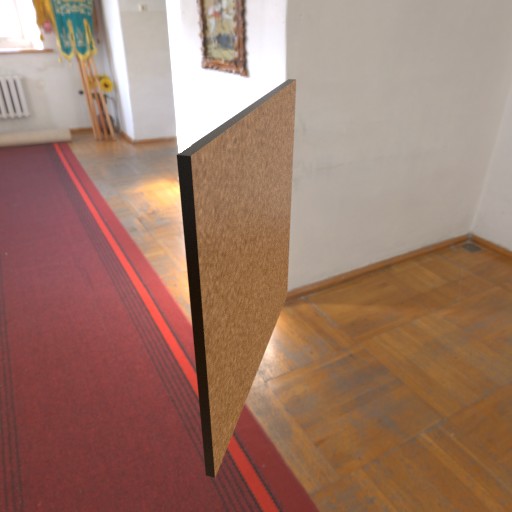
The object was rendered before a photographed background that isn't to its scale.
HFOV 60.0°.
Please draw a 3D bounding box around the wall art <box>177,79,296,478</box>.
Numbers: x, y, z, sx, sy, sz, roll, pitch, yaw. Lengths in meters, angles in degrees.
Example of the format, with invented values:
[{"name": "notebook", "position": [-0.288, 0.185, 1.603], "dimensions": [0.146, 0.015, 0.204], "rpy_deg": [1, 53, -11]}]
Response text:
[{"name": "wall art", "position": [0.000, 0.000, 0.676], "dimensions": [0.014, 0.445, 0.446], "rpy_deg": [8, 31, 14]}]
